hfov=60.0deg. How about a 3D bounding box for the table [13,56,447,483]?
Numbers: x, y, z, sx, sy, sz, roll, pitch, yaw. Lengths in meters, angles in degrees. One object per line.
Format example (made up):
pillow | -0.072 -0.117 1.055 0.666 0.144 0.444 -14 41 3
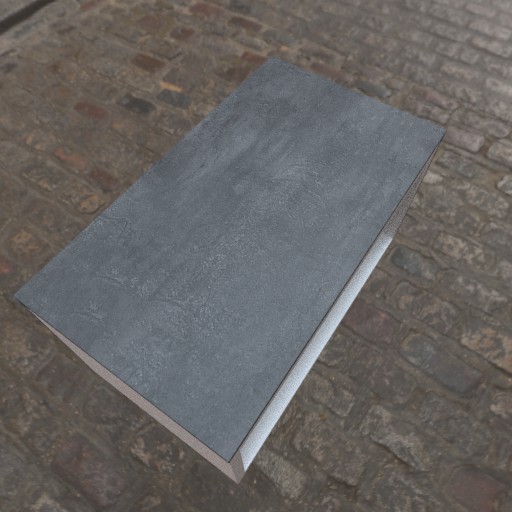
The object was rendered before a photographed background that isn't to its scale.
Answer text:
table | 0.000 0.000 0.902 0.400 0.350 0.700 31 64 17
